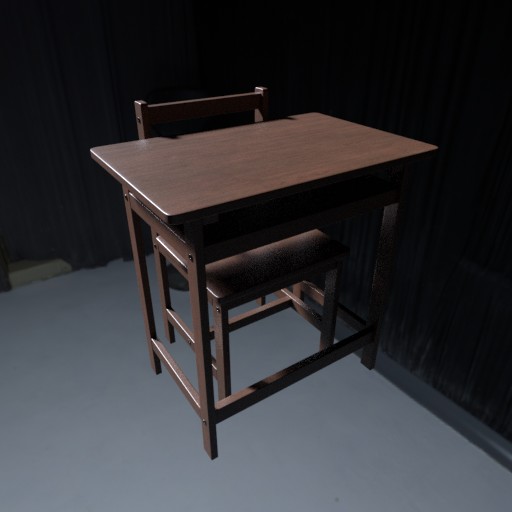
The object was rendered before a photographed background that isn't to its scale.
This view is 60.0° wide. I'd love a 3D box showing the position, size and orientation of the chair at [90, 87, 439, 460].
[{"bbox_3d":[0.000,0.000,1.057,0.599,0.673,0.463,-18,35,-29],"label":"chair"}]
